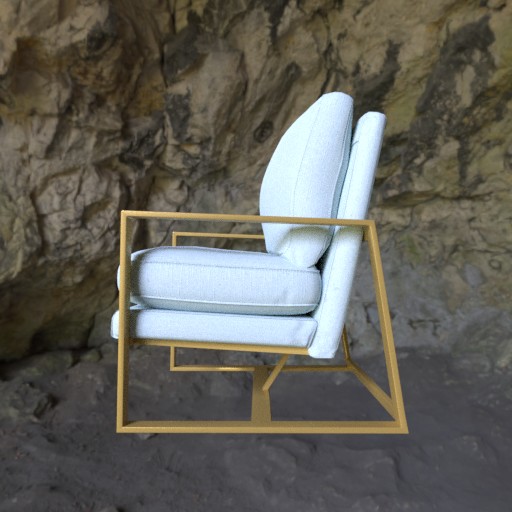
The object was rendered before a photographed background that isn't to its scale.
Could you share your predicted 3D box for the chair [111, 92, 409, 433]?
[{"bbox_3d":[0.000,0.000,1.559,0.813,0.956,0.758,0,-2,1],"label":"chair"}]
